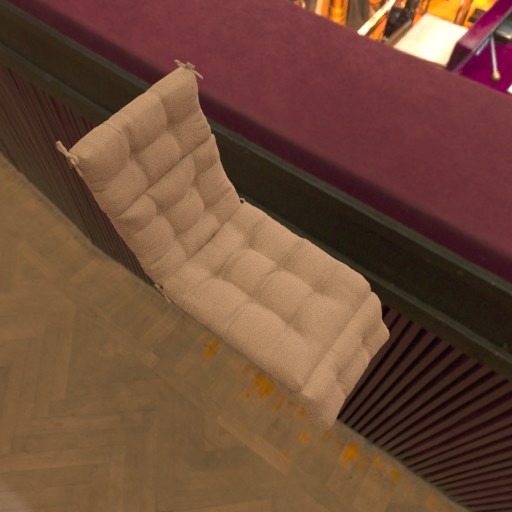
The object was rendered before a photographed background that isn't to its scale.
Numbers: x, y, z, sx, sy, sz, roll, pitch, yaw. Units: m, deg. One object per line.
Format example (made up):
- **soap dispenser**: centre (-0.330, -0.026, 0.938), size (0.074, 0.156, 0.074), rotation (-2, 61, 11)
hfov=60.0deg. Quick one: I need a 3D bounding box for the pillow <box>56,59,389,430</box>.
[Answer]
- **pillow**: centre (0.000, 0.000, 1.506), size (1.016, 0.863, 0.526), rotation (33, 64, 18)
